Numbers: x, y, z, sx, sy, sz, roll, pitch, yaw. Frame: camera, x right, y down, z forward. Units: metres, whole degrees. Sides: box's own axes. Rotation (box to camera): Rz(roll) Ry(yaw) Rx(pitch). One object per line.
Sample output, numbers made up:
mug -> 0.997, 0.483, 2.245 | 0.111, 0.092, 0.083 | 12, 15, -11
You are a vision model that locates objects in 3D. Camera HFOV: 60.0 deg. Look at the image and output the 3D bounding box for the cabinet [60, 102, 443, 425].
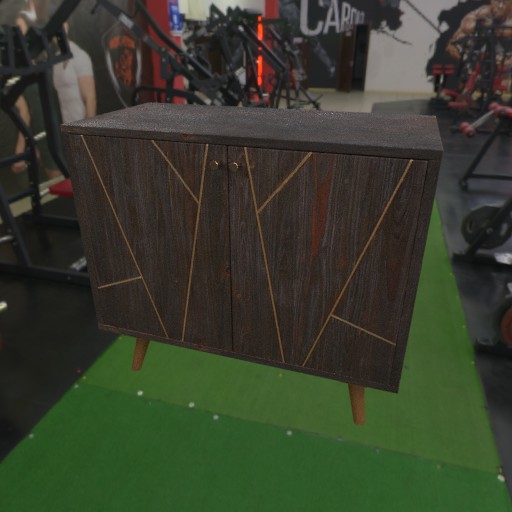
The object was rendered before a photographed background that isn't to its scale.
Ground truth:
cabinet -> 0.000, 0.000, 1.517 | 1.023, 0.897, 0.529 | 8, 28, 16
